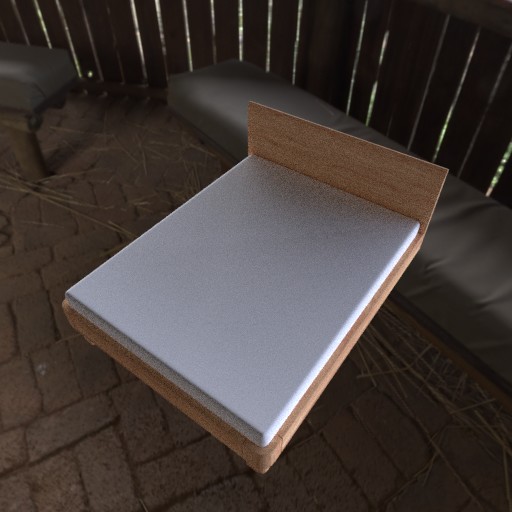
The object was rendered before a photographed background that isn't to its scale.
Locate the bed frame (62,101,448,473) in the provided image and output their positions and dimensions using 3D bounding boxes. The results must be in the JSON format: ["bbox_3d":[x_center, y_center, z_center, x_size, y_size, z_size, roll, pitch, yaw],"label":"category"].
[{"bbox_3d":[0.000,0.000,3.048,1.660,0.940,2.092,28,51,25],"label":"bed frame"}]
